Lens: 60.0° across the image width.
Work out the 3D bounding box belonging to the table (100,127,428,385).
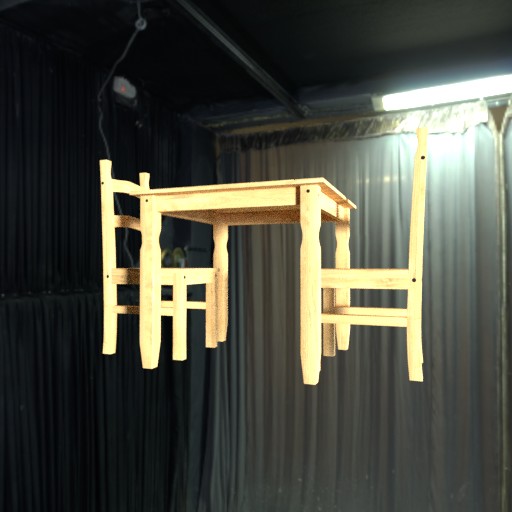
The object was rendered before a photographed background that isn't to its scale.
[{"bbox_3d":[0.000,0.000,2.068,1.501,0.942,0.813,0,-1,21],"label":"table"}]
